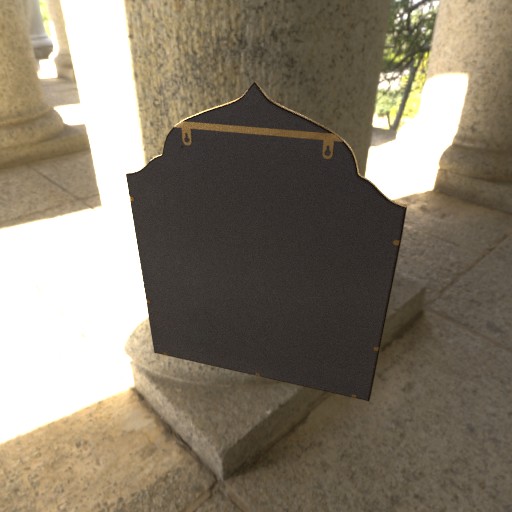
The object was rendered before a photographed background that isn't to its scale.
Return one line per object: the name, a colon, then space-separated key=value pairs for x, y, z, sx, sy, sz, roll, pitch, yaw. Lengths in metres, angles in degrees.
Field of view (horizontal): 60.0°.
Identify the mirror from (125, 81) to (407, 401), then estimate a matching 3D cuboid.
mirror: x=0.000 y=0.000 z=0.853 sx=0.513 sy=0.635 sz=0.018 roll=9 pitch=33 yaw=14
